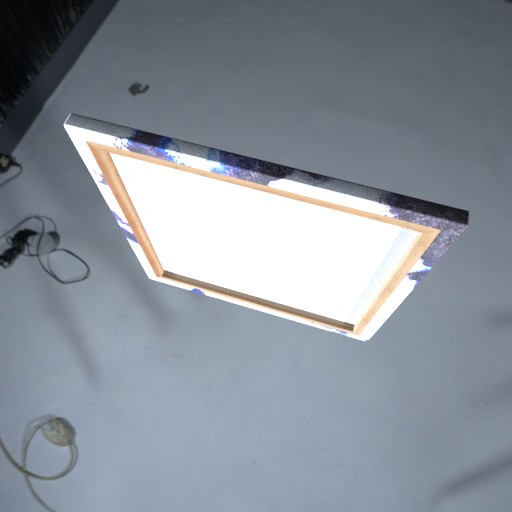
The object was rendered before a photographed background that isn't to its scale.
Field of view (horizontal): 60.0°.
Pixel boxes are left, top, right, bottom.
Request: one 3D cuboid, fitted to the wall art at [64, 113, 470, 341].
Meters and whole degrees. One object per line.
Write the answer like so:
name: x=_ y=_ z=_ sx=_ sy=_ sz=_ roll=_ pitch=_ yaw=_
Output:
wall art: x=0.000 y=0.000 z=1.335 sx=0.887 sy=0.885 sz=0.038 roll=15 pitch=65 yaw=7
